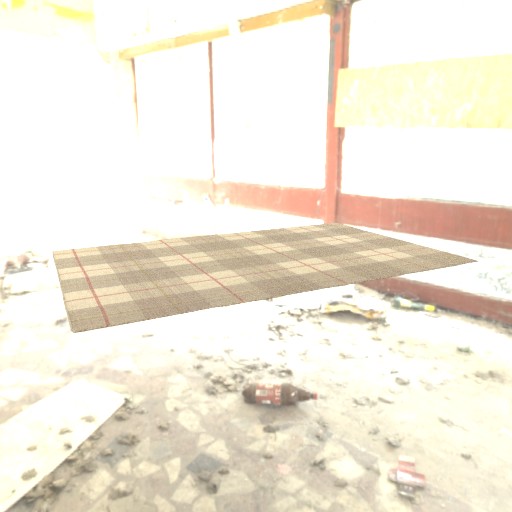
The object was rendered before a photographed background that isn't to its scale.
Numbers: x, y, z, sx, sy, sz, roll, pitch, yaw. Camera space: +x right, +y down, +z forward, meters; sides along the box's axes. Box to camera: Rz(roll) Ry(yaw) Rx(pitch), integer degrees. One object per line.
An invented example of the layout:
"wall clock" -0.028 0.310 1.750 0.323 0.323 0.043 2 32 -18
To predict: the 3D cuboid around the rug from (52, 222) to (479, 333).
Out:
"rug" 0.000 0.000 3.006 2.464 0.010 1.549 -7 17 -26
